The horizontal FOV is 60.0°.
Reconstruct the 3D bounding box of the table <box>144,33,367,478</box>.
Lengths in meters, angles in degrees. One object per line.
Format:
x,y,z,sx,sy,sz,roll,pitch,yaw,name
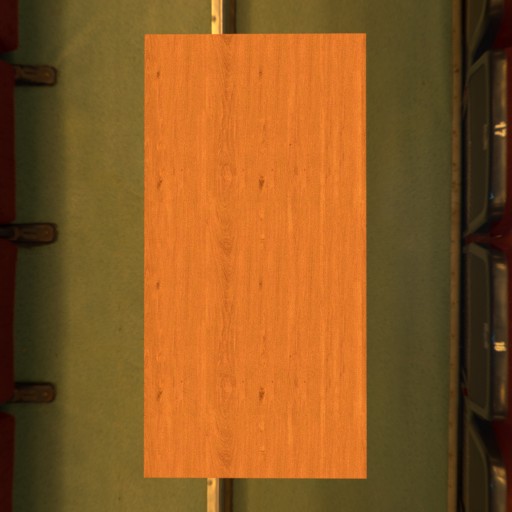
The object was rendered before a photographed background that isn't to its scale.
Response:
0.000,0.000,1.123,0.450,0.452,0.899,0,90,1,table
